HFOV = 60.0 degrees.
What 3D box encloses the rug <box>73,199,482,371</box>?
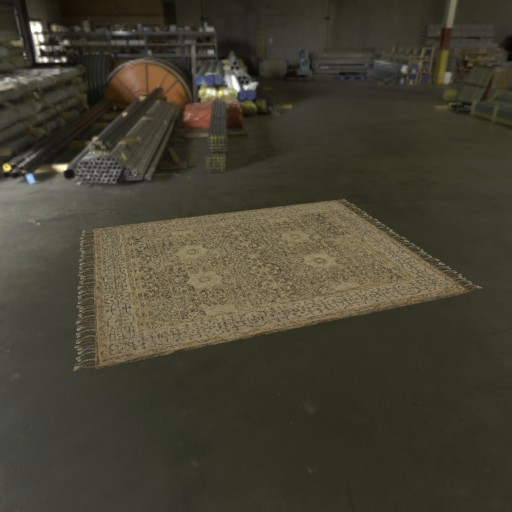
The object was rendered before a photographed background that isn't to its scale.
[{"bbox_3d":[0.000,0.000,4.346,3.291,0.017,2.431,-9,28,-16],"label":"rug"}]
